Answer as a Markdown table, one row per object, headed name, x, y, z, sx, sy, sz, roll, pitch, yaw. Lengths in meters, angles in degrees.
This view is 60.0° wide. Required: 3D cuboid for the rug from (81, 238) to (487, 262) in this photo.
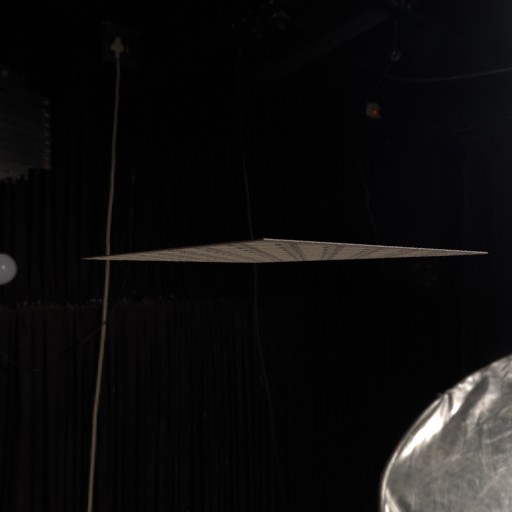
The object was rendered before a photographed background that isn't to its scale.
| name | x | y | z | sx | sy | sz | roll | pitch | yaw |
| --- | --- | --- | --- | --- | --- | --- | --- | --- | --- |
| rug | 0.000 | 0.000 | 4.307 | 2.382 | 0.018 | 3.294 | 2 | -3 | -37 |
